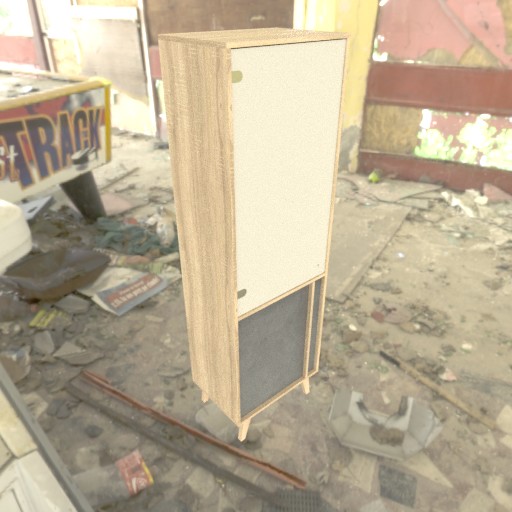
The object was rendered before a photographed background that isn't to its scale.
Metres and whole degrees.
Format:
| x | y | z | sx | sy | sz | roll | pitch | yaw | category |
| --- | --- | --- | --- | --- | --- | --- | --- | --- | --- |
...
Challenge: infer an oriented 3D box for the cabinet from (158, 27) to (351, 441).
| x | y | z | sx | sy | sz | roll | pitch | yaw | category |
| --- | --- | --- | --- | --- | --- | --- | --- | --- | --- |
| 0.000 | 0.000 | 2.059 | 0.570 | 1.850 | 0.400 | -24 | 38 | -34 | cabinet |
